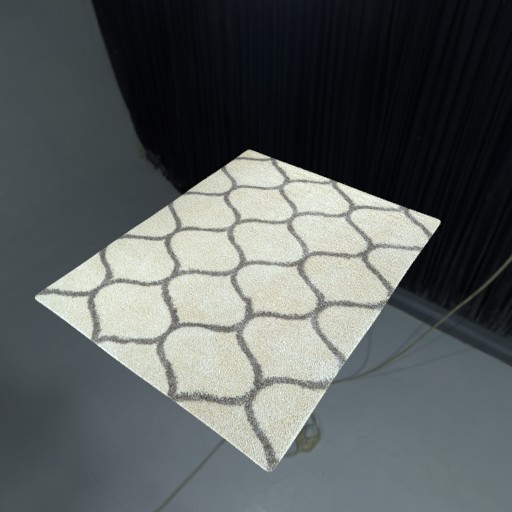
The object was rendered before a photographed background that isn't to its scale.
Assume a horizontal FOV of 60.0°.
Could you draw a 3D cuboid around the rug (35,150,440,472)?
[{"bbox_3d":[0.000,0.000,4.054,2.399,0.026,3.000,26,49,25],"label":"rug"}]
